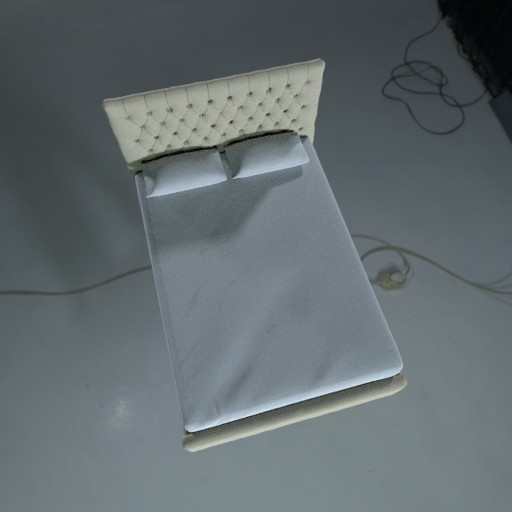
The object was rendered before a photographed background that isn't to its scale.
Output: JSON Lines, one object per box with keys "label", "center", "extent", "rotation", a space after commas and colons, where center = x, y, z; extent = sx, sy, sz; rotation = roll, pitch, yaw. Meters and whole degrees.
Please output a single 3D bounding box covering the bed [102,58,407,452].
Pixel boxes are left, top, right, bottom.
{"label": "bed", "center": [0.000, 0.000, 3.424], "extent": [1.698, 1.427, 2.387], "rotation": [-14, 65, -7]}
